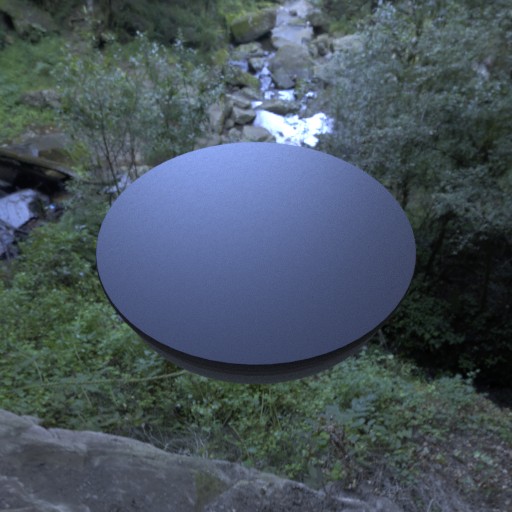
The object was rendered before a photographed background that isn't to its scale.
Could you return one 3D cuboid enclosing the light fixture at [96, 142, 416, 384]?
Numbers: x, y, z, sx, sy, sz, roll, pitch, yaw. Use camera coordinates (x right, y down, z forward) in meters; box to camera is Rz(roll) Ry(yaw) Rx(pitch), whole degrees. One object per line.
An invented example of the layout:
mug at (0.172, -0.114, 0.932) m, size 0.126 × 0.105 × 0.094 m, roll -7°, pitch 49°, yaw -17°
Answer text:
light fixture at (0.000, 0.000, 0.557) m, size 0.368 × 0.100 × 0.368 m, roll 0°, pitch 46°, yaw 0°
